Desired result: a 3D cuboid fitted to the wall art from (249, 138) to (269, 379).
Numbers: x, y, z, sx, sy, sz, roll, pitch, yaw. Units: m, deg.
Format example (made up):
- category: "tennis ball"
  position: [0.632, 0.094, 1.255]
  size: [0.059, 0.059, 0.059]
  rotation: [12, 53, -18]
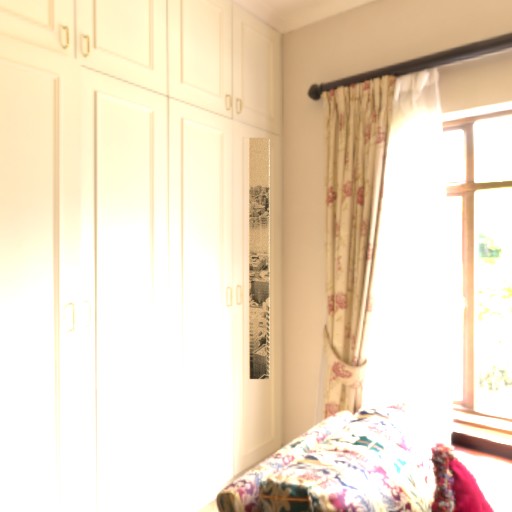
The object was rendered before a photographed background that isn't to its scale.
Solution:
- category: "wall art"
  position: [0.000, 0.000, 1.690]
  size: [0.044, 0.507, 1.520]
  rotation: [0, 0, 0]
